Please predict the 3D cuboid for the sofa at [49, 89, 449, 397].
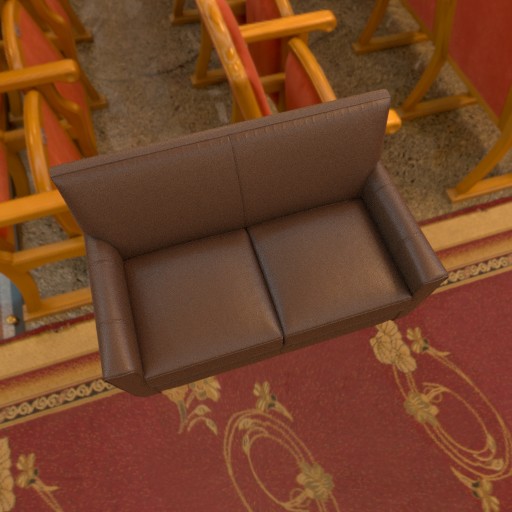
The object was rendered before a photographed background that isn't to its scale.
[{"bbox_3d":[0.000,0.000,2.059,1.468,0.859,0.853,-16,64,-8],"label":"sofa"}]
